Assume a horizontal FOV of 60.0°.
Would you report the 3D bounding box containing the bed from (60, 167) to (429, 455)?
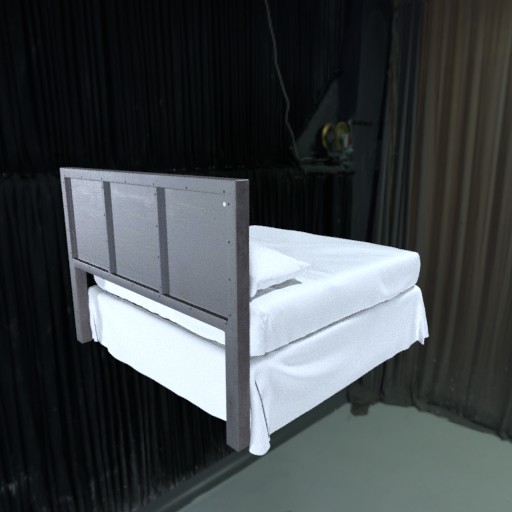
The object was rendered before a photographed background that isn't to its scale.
[{"bbox_3d":[0.000,0.000,2.906,1.785,1.142,1.772,-13,19,-43],"label":"bed"}]
